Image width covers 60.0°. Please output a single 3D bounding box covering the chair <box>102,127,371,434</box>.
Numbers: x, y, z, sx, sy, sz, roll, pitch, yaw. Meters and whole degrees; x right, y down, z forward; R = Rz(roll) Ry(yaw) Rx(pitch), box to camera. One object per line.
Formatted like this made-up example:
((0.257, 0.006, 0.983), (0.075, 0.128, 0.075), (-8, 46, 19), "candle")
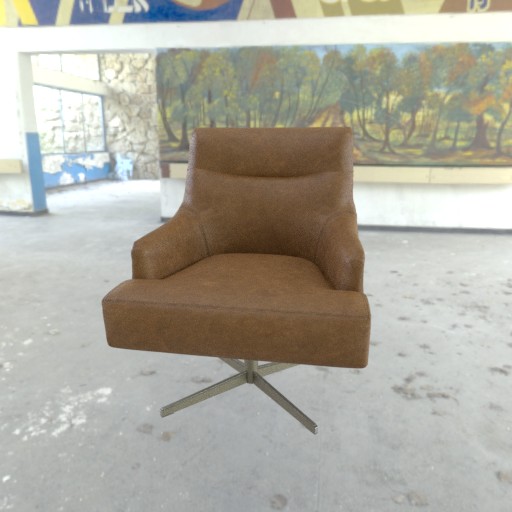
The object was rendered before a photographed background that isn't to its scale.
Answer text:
((0.000, 0.000, 1.527), (0.729, 0.869, 0.874), (3, 15, 10), "chair")
